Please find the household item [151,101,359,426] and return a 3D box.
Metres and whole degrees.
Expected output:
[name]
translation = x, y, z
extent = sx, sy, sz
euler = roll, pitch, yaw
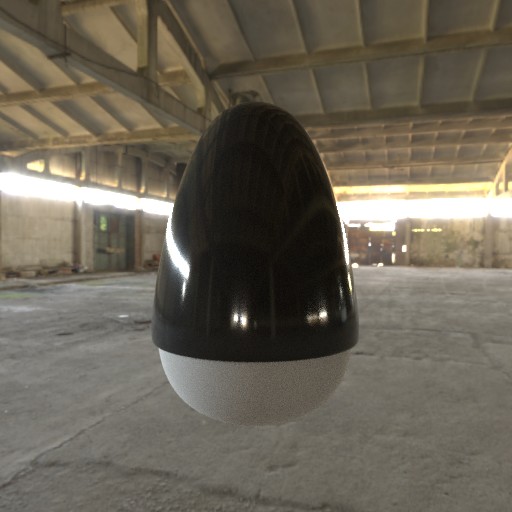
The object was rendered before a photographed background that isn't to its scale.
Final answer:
[household item]
translation = 0.000, 0.000, 0.224
extent = 0.102, 0.152, 0.104
euler = 0, 1, 18
